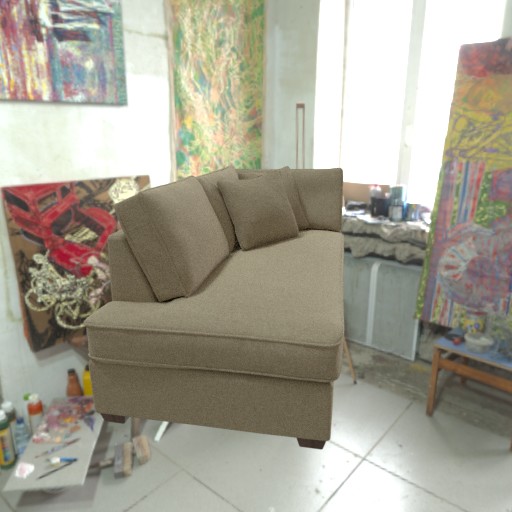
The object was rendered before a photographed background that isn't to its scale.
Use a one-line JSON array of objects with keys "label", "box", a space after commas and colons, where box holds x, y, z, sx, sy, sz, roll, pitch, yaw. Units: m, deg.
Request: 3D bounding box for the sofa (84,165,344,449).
[{"label": "sofa", "box": [0.000, 0.000, 2.811, 1.110, 1.033, 2.237, 3, 17, 11]}]
